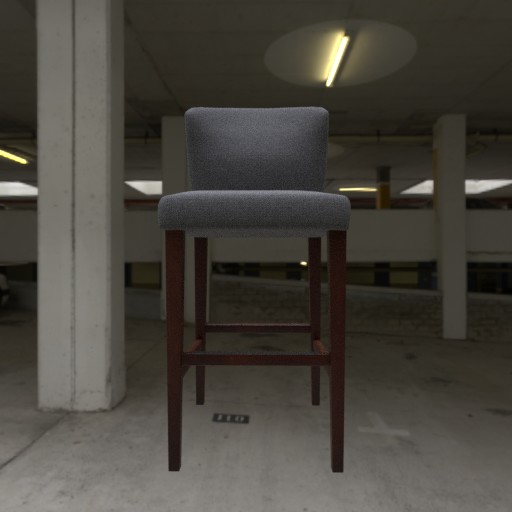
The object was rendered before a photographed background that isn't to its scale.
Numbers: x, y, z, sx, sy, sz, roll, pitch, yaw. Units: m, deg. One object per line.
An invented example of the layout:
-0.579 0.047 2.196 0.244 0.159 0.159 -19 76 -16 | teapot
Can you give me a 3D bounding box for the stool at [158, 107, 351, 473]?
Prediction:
0.000 0.000 1.351 0.486 1.069 0.568 0 0 1 | stool
